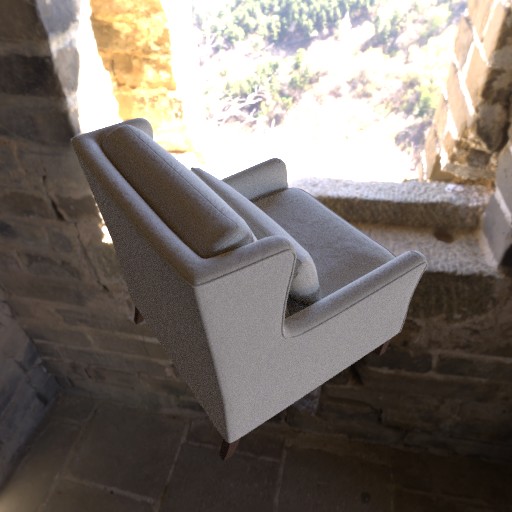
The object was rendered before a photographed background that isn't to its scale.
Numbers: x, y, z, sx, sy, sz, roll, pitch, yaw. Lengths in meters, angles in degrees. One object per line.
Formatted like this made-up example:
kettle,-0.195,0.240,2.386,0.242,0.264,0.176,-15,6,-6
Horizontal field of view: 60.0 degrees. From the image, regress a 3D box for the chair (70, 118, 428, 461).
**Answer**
chair,0.000,0.000,1.862,1.040,1.056,0.982,-25,47,-25
